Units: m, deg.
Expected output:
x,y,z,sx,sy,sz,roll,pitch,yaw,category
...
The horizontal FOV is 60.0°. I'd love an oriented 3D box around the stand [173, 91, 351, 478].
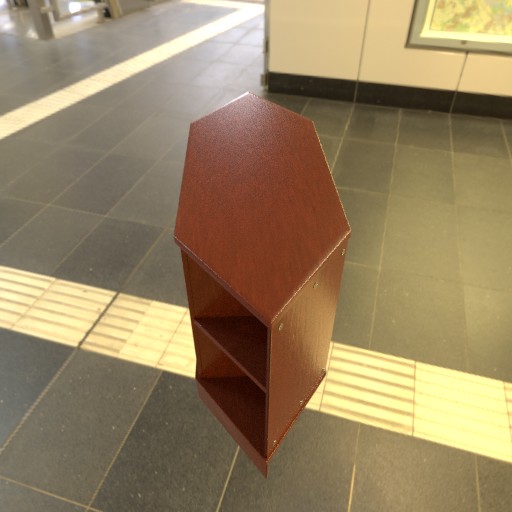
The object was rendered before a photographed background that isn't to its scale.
x,y,z,sx,sy,sz,roll,pitch,yaw,category
0.000,0.000,1.355,0.381,0.614,1.072,-2,41,-2,stand
